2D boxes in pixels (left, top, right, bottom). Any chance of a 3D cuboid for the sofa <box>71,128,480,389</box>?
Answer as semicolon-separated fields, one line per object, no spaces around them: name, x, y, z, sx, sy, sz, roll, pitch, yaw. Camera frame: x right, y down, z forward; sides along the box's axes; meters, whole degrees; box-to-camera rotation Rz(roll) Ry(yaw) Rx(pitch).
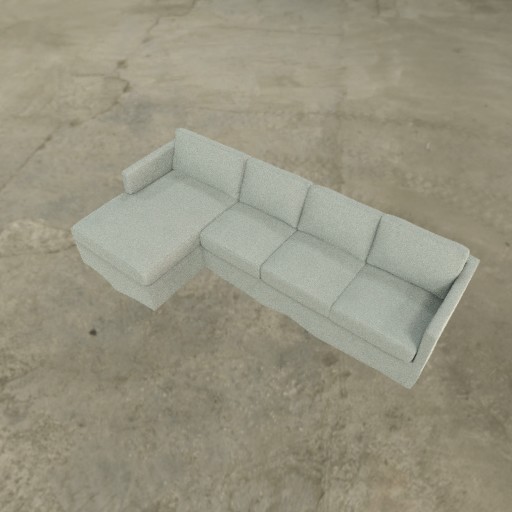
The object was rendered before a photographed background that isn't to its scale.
sofa;0.000;0.000;3.885;3.205;0.922;1.650;29;52;25
